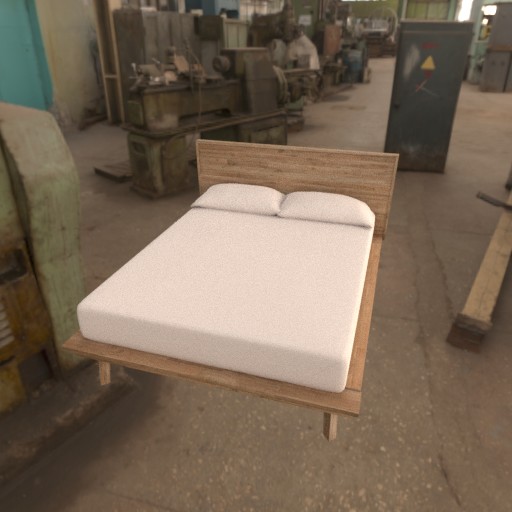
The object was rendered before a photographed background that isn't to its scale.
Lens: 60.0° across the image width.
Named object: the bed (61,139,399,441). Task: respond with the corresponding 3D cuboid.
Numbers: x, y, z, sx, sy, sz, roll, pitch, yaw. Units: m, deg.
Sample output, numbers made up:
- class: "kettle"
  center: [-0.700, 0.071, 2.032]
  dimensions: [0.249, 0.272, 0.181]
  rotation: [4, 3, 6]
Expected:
- class: "bed"
  center: [0.000, 0.000, 3.152]
  dimensions: [1.759, 1.071, 2.145]
  rotation: [8, 29, 15]
